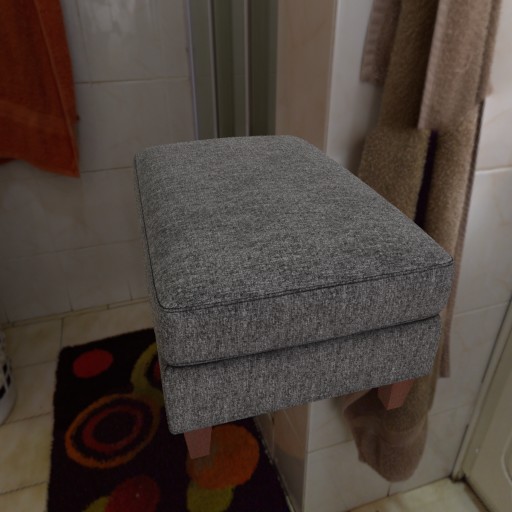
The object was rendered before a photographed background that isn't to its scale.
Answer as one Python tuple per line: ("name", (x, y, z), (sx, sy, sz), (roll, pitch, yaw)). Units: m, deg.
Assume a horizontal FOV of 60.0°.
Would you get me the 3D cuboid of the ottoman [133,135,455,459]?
("ottoman", (0.000, 0.000, 1.198), (0.584, 0.483, 0.864), (-8, 32, -14))
